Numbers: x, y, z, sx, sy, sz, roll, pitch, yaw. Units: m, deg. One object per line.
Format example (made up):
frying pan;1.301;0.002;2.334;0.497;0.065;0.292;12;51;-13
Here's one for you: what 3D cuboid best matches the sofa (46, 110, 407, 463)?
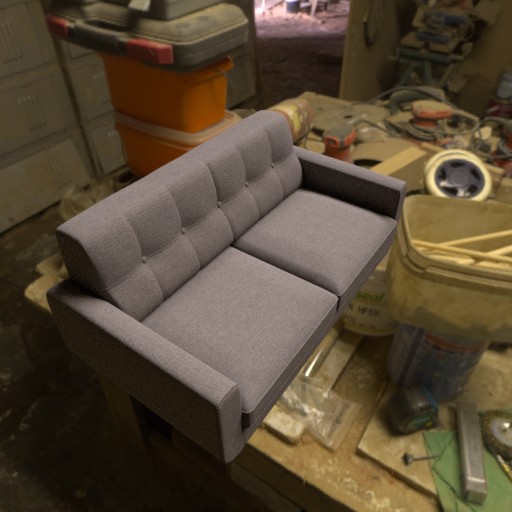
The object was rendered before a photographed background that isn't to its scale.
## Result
sofa;0.000;0.000;2.141;0.909;0.841;1.631;24;46;26
